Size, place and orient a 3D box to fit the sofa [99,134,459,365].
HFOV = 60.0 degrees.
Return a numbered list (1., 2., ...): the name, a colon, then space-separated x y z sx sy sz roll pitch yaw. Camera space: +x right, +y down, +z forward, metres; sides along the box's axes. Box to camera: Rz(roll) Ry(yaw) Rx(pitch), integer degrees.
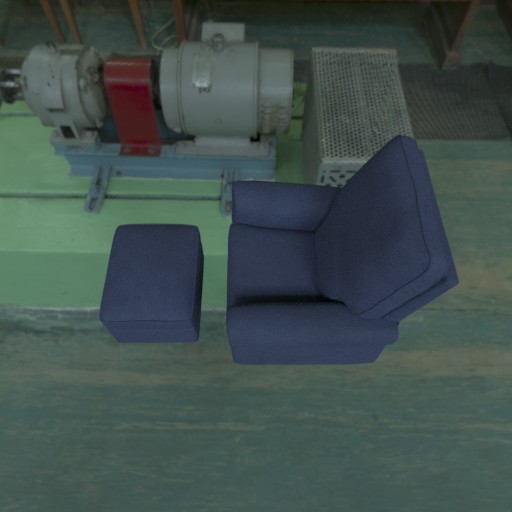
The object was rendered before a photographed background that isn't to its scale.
1. sofa: 0.000 0.000 2.080 1.478 0.959 0.880 0 59 0
